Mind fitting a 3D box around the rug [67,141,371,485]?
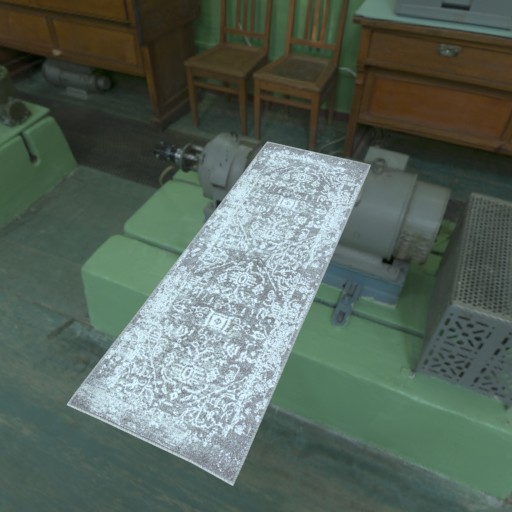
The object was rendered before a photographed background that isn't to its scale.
[{"bbox_3d":[0.000,0.000,2.687,0.855,0.017,2.452,17,48,16],"label":"rug"}]
